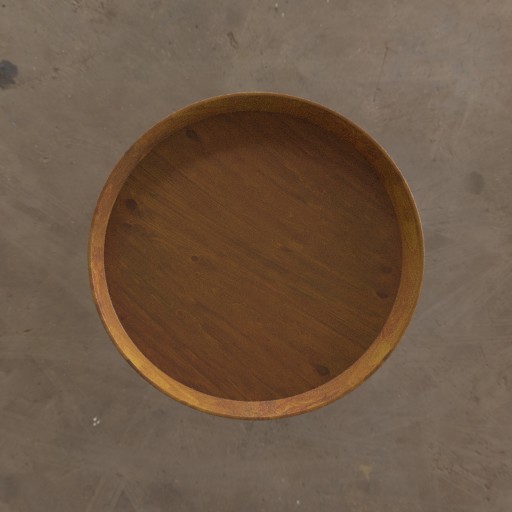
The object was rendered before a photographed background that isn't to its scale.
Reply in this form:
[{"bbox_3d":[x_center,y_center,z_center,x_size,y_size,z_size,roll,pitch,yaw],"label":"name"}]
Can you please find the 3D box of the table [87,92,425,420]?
[{"bbox_3d":[0.000,0.000,1.570,1.016,0.470,1.016,0,91,0],"label":"table"}]
